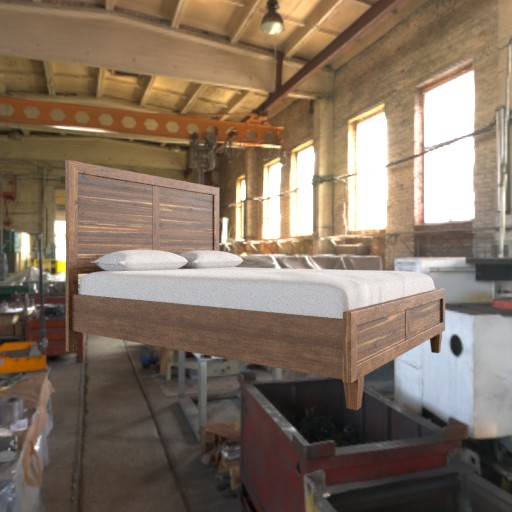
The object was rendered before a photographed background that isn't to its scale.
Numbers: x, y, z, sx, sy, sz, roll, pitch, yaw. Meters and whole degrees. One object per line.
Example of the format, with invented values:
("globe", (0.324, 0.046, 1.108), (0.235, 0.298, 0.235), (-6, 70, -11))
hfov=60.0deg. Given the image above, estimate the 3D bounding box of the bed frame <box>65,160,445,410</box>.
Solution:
("bed frame", (0.000, 0.000, 3.310), (2.276, 1.417, 1.696), (0, 0, 36))
